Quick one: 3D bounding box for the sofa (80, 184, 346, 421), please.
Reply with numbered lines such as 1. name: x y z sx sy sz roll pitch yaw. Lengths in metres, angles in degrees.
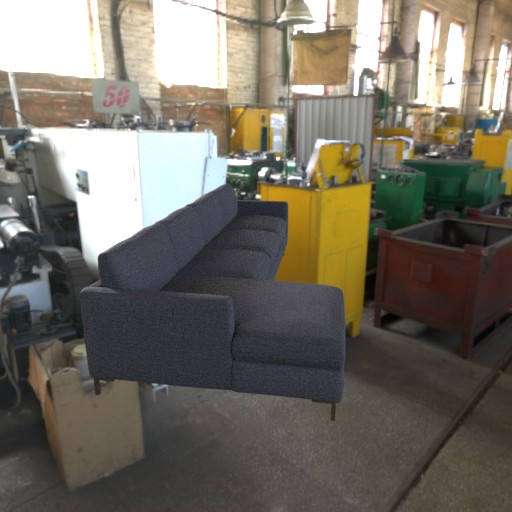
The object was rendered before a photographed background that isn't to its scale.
1. sofa: 0.000 0.000 2.951 1.125 0.673 2.445 3 17 9
